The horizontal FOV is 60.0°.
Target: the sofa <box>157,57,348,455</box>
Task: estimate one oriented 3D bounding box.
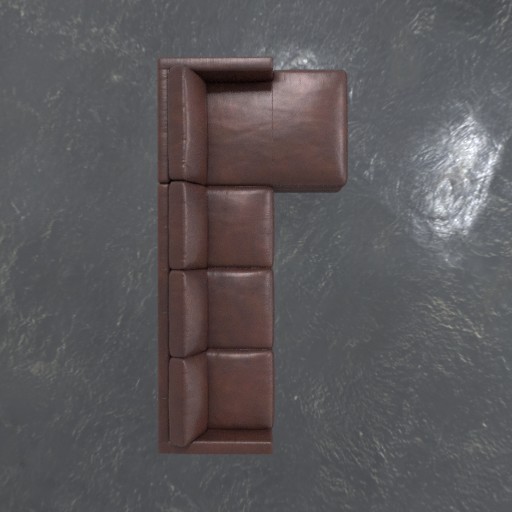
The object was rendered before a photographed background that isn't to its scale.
[{"bbox_3d":[0.000,0.000,3.851,1.581,0.883,3.203,0,90,1],"label":"sofa"}]
